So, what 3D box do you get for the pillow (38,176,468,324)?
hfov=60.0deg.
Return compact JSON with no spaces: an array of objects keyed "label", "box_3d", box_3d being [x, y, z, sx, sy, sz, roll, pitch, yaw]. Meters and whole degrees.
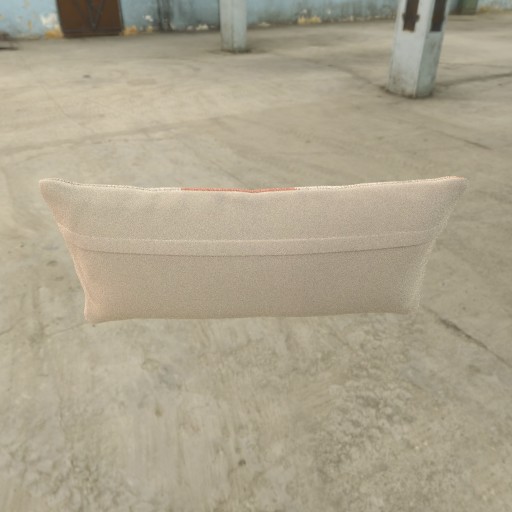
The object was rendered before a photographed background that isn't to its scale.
[{"label":"pillow","box_3d":[0.000,0.000,0.717,0.609,0.292,0.155,-1,31,-2]}]
